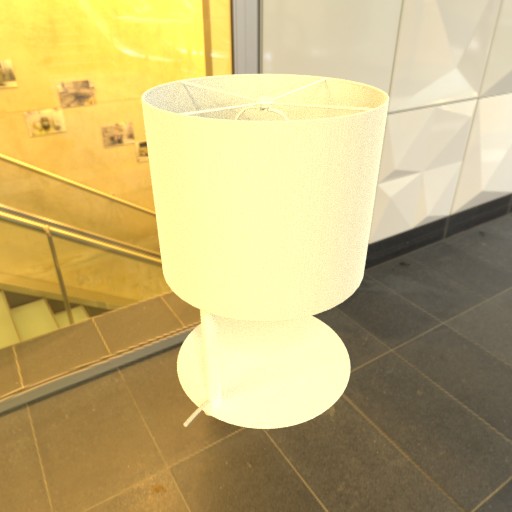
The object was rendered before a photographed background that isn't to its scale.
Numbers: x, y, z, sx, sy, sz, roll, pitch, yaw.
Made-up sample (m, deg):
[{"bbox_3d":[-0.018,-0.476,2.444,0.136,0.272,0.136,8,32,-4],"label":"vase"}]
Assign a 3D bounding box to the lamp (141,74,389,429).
[{"bbox_3d":[0.000,0.000,0.652,0.299,0.454,0.341,22,37,32],"label":"lamp"}]
